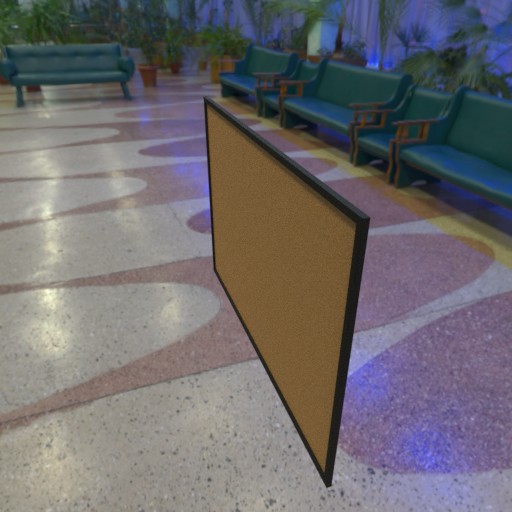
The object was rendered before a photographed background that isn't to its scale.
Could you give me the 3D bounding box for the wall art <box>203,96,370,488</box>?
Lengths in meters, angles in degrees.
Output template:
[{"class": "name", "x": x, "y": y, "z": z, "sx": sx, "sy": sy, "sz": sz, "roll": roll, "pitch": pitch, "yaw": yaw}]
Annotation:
[{"class": "wall art", "x": 0.000, "y": 0.000, "z": 1.211, "sx": 0.013, "sy": 0.665, "sz": 0.963, "roll": -10, "pitch": 32, "yaw": -17}]
